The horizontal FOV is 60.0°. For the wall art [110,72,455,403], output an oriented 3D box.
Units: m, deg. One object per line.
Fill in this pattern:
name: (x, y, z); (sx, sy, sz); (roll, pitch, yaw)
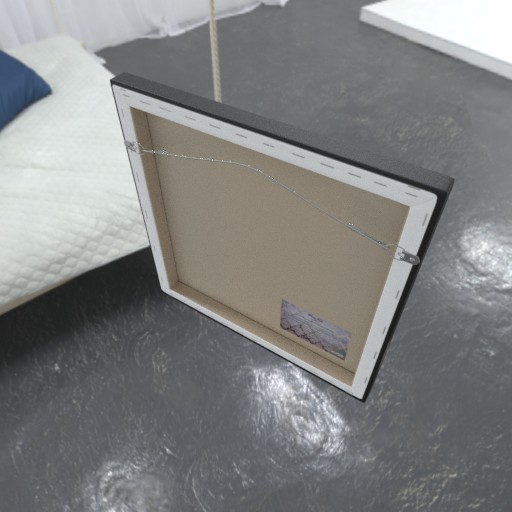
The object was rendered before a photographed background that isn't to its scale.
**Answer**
wall art: (0.000, 0.000, 0.916); (0.610, 0.611, 0.043); (25, 51, 22)
